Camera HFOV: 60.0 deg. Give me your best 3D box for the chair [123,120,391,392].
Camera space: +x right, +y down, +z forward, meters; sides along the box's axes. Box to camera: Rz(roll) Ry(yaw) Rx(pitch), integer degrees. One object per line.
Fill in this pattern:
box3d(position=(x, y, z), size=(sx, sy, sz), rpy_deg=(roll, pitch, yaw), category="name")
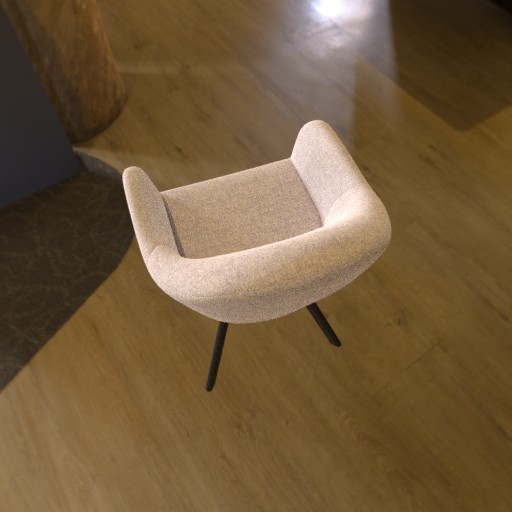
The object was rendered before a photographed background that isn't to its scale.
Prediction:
box3d(position=(0.000, 0.000, 1.175), size=(0.540, 0.780, 0.570), rpy_deg=(-17, 61, -10), category="chair")
